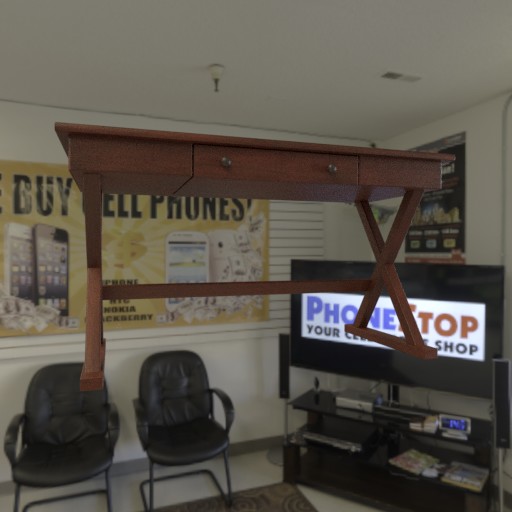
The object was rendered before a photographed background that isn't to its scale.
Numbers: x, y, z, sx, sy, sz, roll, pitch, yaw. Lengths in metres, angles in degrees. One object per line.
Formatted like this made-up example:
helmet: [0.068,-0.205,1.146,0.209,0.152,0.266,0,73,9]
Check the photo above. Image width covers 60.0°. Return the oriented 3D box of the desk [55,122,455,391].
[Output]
desk: [0.000,0.000,1.733,1.372,0.761,0.600,0,1,-18]
